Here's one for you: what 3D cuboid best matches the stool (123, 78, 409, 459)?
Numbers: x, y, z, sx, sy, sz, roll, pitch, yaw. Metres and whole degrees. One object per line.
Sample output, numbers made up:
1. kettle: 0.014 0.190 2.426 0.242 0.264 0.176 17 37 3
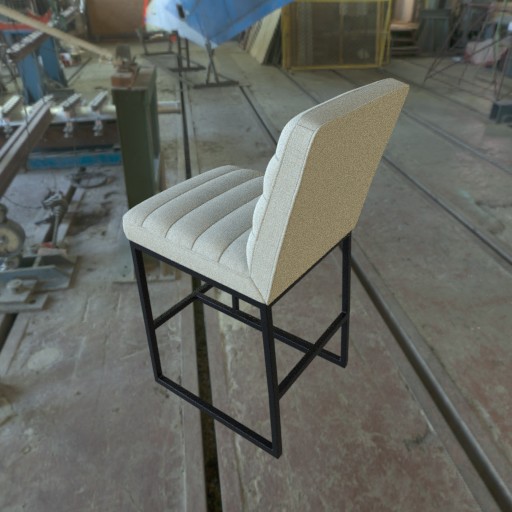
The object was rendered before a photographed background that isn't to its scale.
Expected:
1. stool: 0.000 0.000 1.243 0.560 0.940 0.460 21 37 30
